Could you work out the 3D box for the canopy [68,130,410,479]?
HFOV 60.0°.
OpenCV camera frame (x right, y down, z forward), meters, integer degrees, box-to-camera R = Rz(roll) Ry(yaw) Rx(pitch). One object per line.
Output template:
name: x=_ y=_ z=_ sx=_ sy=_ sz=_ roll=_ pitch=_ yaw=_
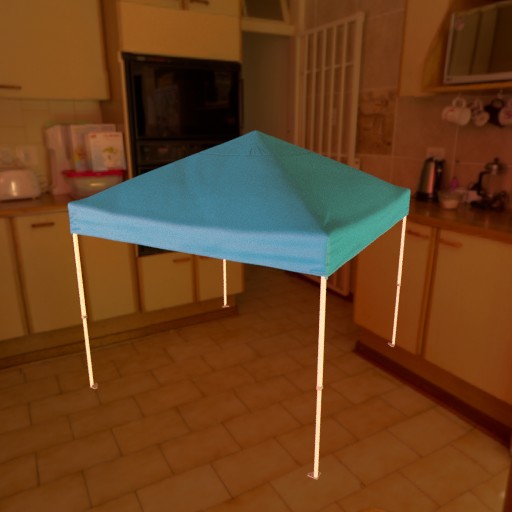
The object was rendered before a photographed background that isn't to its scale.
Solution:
canopy: x=0.000 y=0.000 z=5.497 sx=2.996 sy=2.997 sz=2.998 roll=9 pitch=19 yaw=29
